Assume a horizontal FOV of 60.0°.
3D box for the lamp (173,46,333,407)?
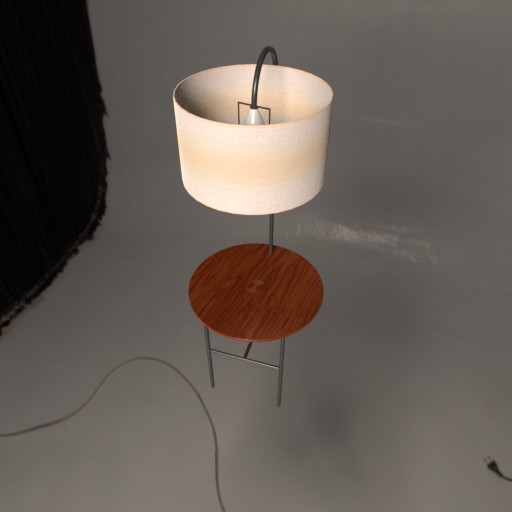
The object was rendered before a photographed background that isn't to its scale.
[{"bbox_3d":[0.000,0.000,1.777,0.573,1.517,0.573,0,41,0],"label":"lamp"}]
